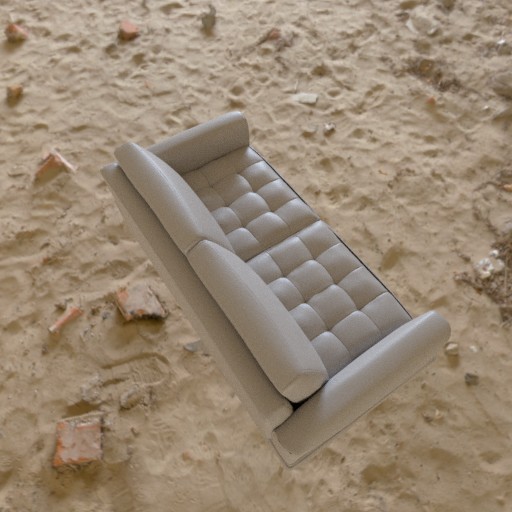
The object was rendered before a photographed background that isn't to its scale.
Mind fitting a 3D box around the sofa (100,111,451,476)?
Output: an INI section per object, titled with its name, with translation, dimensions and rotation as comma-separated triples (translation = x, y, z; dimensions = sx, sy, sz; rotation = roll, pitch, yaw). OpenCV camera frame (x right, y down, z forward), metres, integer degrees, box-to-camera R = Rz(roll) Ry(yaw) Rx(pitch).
[sofa]
translation = 0.000, 0.000, 2.731
dimensions = 1.121, 0.930, 2.177
rotation = -29, 62, -18
